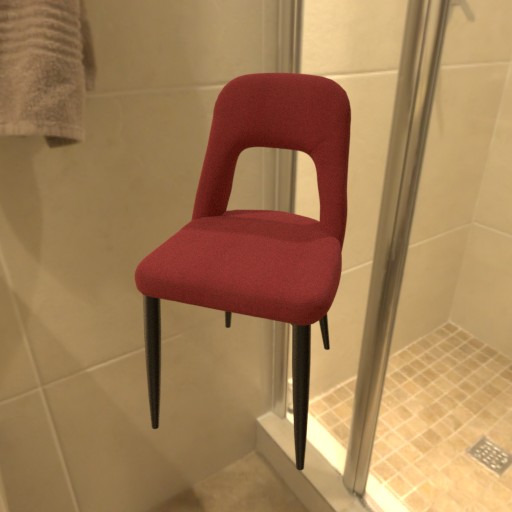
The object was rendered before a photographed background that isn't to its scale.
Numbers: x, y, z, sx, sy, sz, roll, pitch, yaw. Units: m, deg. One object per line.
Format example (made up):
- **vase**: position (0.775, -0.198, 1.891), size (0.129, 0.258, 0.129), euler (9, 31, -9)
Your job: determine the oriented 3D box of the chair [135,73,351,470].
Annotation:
- **chair**: position (0.000, 0.000, 1.217), size (0.483, 0.892, 0.569), euler (9, 28, 16)
